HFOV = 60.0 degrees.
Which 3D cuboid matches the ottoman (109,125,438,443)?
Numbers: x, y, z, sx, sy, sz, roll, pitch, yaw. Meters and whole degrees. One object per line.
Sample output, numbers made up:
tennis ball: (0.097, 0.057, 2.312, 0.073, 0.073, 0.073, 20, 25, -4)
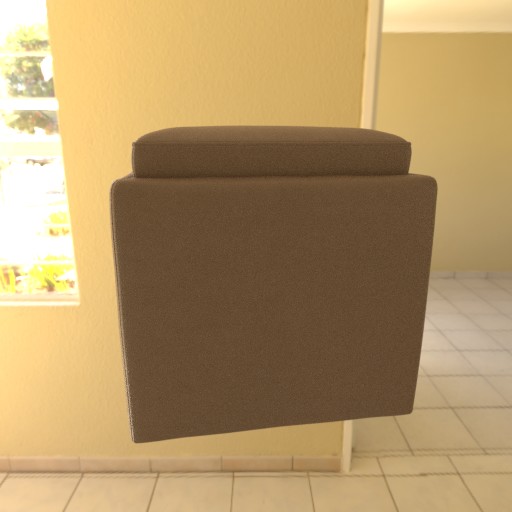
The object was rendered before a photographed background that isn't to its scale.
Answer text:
ottoman: (0.000, 0.000, 0.816, 0.451, 0.460, 0.450, -2, 15, -9)
